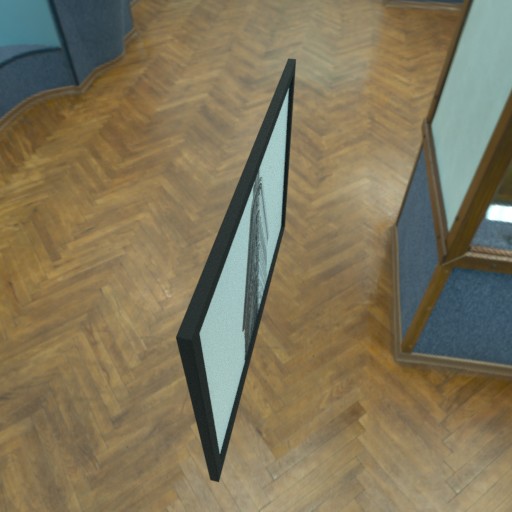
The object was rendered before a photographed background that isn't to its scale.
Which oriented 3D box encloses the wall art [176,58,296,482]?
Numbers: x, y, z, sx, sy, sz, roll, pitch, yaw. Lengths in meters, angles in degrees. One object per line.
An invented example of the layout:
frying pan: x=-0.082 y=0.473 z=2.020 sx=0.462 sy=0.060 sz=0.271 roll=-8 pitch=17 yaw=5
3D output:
wall art: x=0.000 y=0.000 z=1.193 sx=0.026 sy=0.656 sz=0.958 roll=9 pitch=48 yaw=9
